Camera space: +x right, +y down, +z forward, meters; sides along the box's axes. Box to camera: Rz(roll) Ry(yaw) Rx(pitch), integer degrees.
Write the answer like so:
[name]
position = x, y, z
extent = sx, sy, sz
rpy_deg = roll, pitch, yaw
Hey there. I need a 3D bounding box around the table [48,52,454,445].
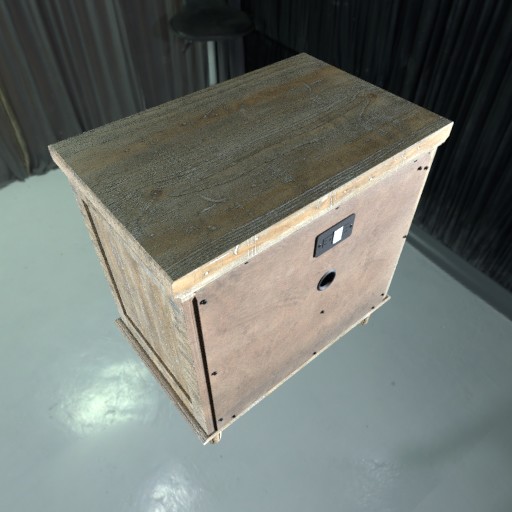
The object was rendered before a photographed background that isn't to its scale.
[table]
position = 0.000, 0.000, 1.137
extent = 0.686, 0.711, 0.457
rpy_deg = -31, 54, -26
